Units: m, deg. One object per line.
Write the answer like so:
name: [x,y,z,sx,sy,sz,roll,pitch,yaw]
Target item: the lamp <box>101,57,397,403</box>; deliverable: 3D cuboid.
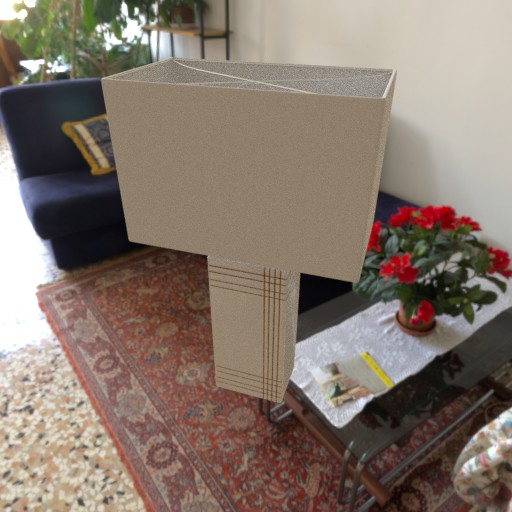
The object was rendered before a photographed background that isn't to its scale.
lamp: [0.000,0.000,0.702,0.334,0.543,0.182,10,33,16]
